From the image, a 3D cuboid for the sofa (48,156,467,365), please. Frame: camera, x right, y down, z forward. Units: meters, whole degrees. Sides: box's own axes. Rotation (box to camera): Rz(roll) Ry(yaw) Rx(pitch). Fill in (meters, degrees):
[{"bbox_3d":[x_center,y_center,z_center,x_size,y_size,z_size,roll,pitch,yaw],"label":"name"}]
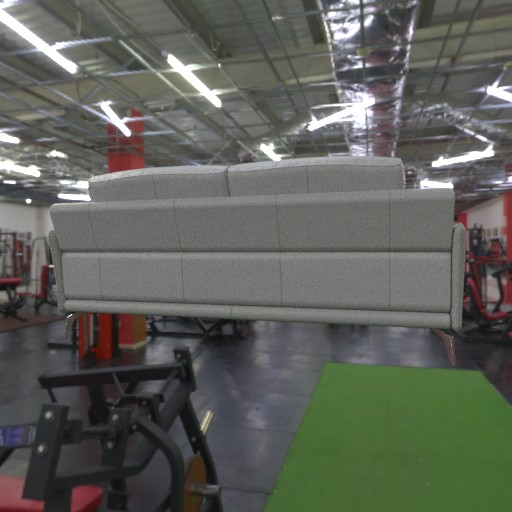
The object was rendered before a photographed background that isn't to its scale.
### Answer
[{"bbox_3d":[0.000,0.000,2.575,2.101,0.930,1.049,0,0,17],"label":"sofa"}]
